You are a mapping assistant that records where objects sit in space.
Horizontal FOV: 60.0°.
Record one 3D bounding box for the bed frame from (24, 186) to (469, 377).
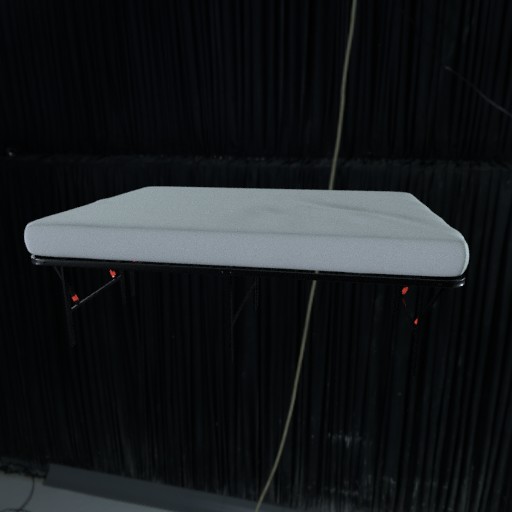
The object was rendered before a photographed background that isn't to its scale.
[{"bbox_3d":[0.000,0.000,2.528,1.905,0.637,1.372,3,16,9],"label":"bed frame"}]
